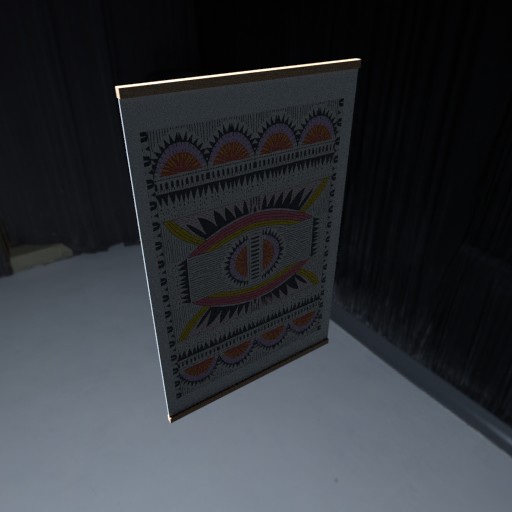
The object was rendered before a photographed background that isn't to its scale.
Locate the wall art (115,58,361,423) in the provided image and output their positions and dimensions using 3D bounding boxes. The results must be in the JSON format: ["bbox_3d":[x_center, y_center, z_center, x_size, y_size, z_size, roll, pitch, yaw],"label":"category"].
[{"bbox_3d":[0.000,0.000,1.964,0.999,1.533,0.028,-19,37,-28],"label":"wall art"}]
